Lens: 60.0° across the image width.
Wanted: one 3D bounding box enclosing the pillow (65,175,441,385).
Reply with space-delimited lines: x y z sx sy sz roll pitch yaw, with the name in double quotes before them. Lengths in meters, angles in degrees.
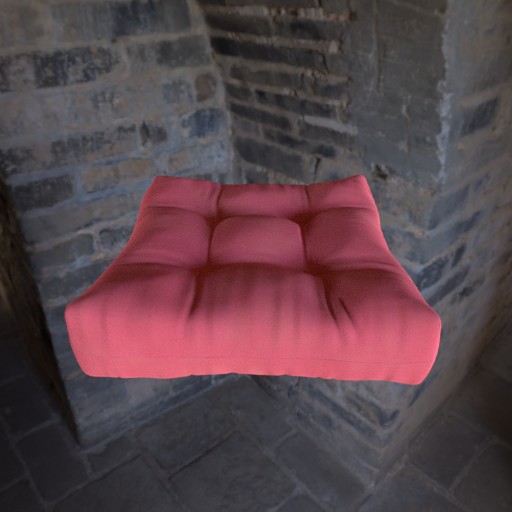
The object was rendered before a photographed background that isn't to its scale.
"pillow" 0.000 0.000 0.742 0.468 0.128 0.490 1 30 1
